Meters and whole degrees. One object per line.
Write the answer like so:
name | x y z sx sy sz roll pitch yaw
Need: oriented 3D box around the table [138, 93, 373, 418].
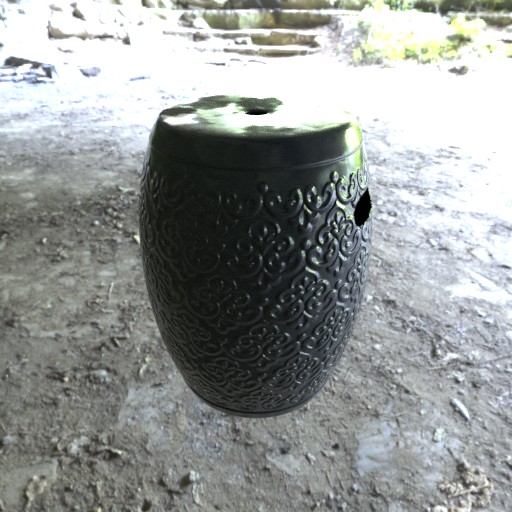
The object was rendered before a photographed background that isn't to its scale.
table | 0.000 0.000 0.621 0.309 0.397 0.309 0 31 0
